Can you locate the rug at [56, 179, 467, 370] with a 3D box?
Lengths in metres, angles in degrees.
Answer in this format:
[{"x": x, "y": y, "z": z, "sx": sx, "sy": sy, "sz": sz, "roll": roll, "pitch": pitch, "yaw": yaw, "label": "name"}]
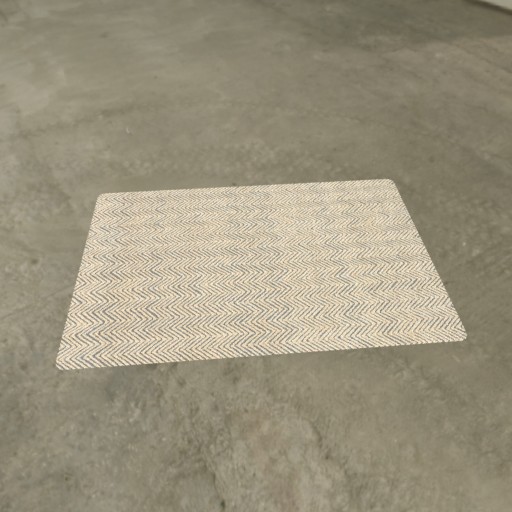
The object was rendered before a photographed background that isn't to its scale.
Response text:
[{"x": 0.000, "y": 0.000, "z": 2.250, "sx": 1.752, "sy": 0.008, "sz": 1.144, "roll": -3, "pitch": 47, "yaw": -3, "label": "rug"}]
